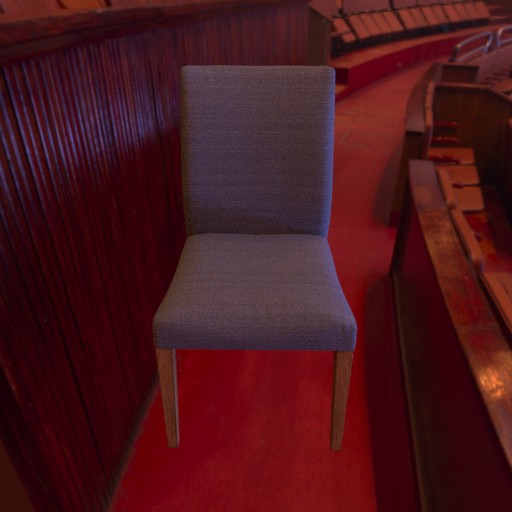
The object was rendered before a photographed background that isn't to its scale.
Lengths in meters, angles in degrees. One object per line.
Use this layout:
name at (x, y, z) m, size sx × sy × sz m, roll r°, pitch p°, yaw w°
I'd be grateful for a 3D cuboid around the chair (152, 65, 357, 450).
chair at (0.000, 0.000, 1.271) m, size 0.496 × 0.940 × 0.585 m, roll 1°, pitch 32°, yaw 1°
